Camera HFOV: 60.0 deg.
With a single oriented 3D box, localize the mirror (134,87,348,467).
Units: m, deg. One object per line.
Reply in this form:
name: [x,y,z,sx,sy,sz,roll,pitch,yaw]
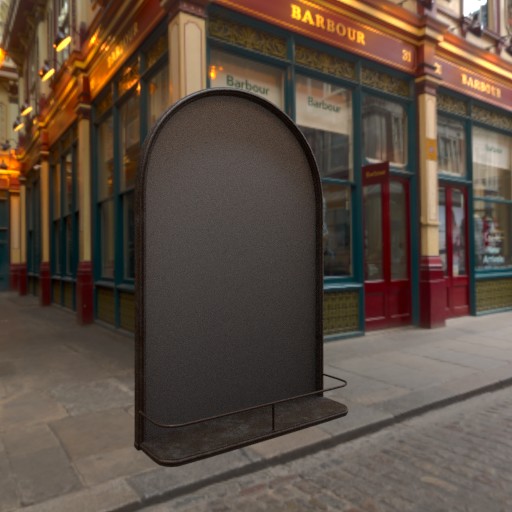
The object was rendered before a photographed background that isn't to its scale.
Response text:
mirror: [0.000,0.000,0.988,0.510,0.770,0.137,0,0,-36]
